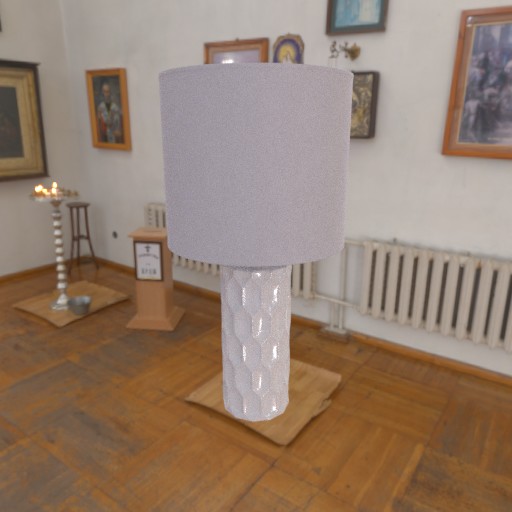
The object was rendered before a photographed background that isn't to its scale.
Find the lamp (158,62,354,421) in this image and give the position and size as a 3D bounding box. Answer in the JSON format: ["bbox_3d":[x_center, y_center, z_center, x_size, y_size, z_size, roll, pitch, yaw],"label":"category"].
[{"bbox_3d":[0.000,0.000,0.712,0.277,0.537,0.277,-3,16,-9],"label":"lamp"}]
